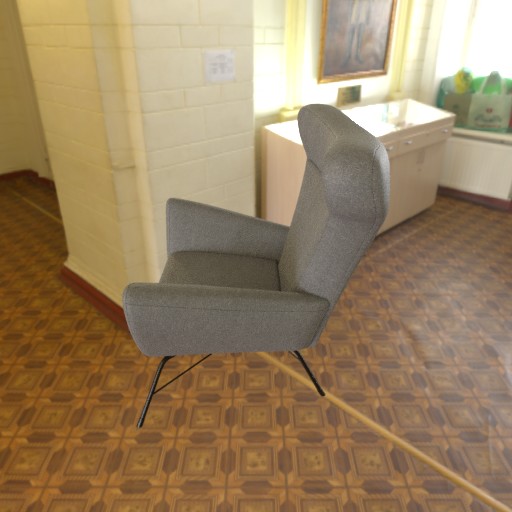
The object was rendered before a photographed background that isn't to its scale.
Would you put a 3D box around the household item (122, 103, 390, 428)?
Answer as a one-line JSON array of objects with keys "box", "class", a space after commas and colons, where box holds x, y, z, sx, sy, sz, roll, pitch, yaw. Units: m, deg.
[{"box": [0.000, 0.000, 1.764, 0.900, 1.050, 0.980, 0, 27, 0], "class": "household item"}]
